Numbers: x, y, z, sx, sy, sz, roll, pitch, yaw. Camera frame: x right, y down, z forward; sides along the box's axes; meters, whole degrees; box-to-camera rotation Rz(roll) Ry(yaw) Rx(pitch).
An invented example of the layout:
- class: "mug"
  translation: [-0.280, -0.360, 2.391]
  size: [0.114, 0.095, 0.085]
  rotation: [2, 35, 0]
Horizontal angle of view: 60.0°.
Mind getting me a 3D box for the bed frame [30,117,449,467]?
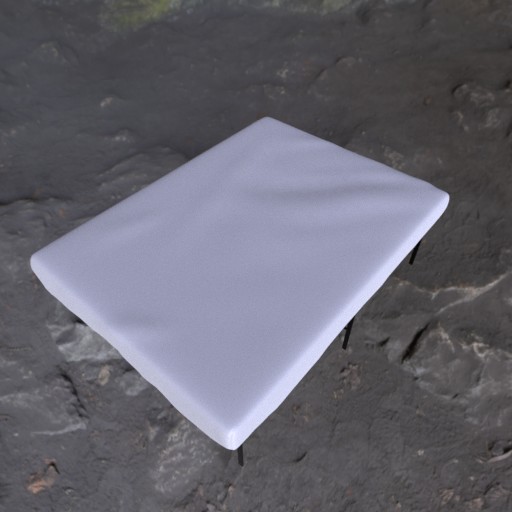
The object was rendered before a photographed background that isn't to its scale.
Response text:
- class: "bed frame"
  translation: [0.000, 0.000, 2.866]
  size: [1.584, 0.667, 2.151]
  rotation: [32, 54, 27]
